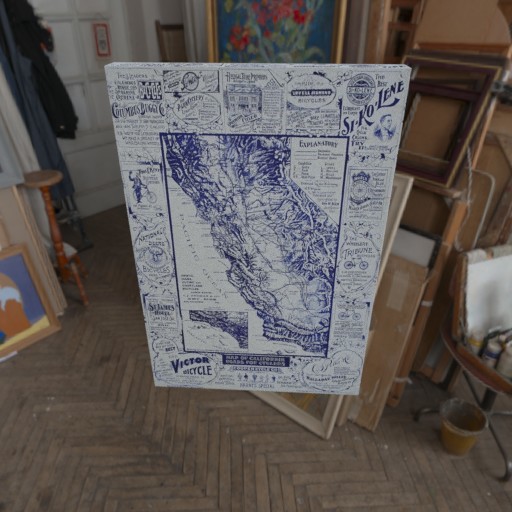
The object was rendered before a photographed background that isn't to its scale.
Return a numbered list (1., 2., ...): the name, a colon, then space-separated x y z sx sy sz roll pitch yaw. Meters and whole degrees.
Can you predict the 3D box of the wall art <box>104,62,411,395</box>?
1. wall art: 0.000 0.000 0.471 0.255 0.376 0.025 2 30 3
